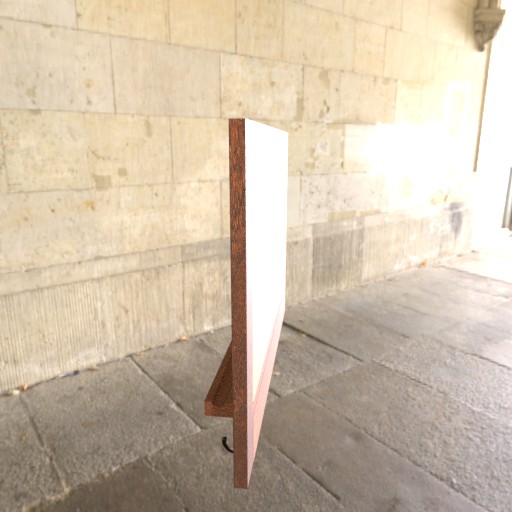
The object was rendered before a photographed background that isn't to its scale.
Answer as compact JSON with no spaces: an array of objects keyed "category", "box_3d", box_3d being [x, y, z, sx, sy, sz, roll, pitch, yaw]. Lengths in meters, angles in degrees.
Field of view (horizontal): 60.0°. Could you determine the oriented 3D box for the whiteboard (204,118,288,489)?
[{"category":"whiteboard","box_3d":[0.000,0.000,1.011,0.083,0.559,0.783,2,14,8]}]
